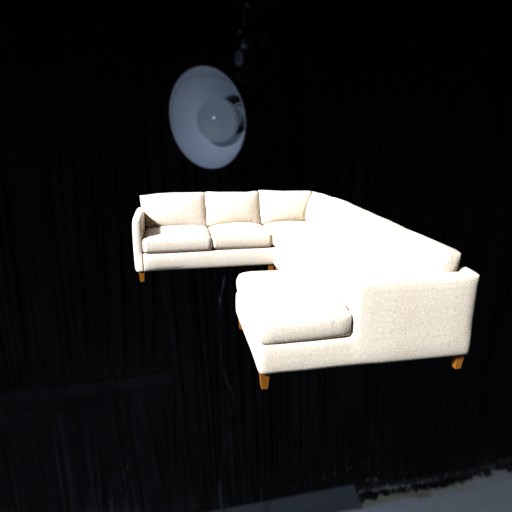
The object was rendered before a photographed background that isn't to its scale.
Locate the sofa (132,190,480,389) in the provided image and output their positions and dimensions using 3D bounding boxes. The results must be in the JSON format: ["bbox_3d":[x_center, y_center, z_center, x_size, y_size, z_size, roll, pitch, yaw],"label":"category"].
[{"bbox_3d":[0.000,0.000,4.538,2.594,0.961,3.460,-3,16,-10],"label":"sofa"}]
